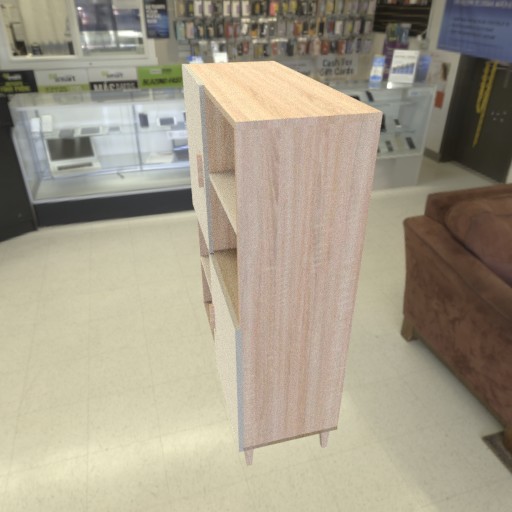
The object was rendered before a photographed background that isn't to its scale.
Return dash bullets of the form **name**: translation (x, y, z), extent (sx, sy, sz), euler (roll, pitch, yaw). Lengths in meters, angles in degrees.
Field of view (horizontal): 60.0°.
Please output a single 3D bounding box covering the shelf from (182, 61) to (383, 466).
- **shelf**: translation (0.000, 0.000, 1.897), extent (0.434, 1.405, 0.995), euler (-8, 32, -13)
